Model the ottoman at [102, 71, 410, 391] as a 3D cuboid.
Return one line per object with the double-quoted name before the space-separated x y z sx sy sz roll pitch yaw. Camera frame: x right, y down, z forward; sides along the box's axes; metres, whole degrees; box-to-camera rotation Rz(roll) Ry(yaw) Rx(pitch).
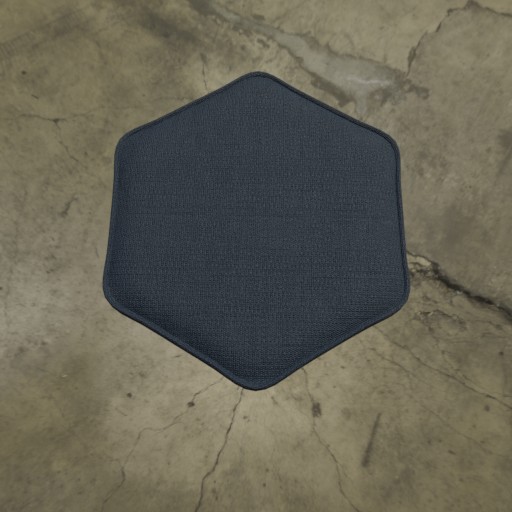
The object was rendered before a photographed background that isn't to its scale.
"ottoman" 0.000 0.000 0.878 0.492 0.505 0.454 34 78 8
